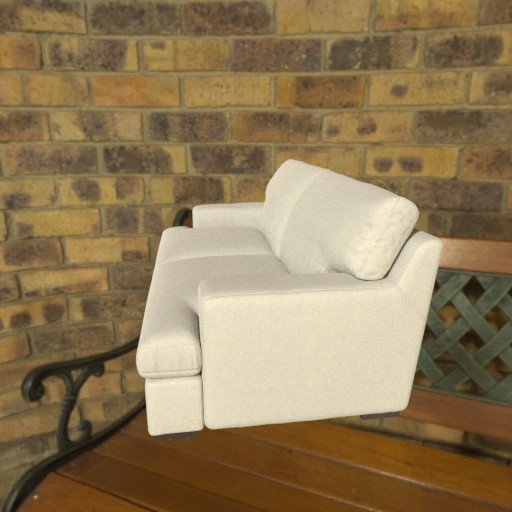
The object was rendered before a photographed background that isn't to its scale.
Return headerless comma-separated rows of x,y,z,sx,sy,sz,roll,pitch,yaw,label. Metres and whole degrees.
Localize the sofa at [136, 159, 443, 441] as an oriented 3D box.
0.000,0.000,2.477,1.143,0.940,1.880,-2,17,-8,sofa
